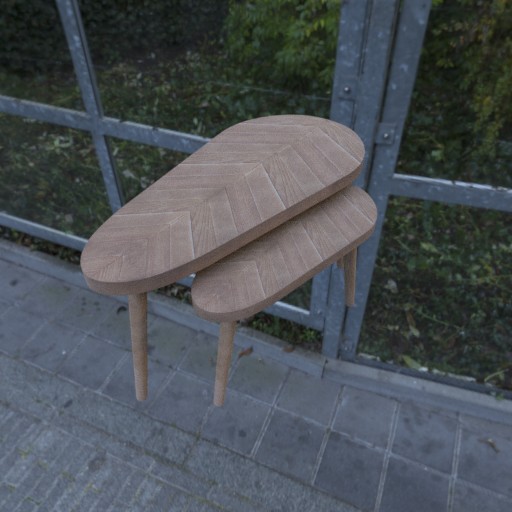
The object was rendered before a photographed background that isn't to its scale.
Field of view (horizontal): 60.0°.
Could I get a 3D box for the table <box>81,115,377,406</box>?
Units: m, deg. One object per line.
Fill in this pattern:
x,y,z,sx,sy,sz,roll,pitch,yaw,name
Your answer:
0.000,0.000,1.620,0.701,0.595,1.190,26,46,27,table
